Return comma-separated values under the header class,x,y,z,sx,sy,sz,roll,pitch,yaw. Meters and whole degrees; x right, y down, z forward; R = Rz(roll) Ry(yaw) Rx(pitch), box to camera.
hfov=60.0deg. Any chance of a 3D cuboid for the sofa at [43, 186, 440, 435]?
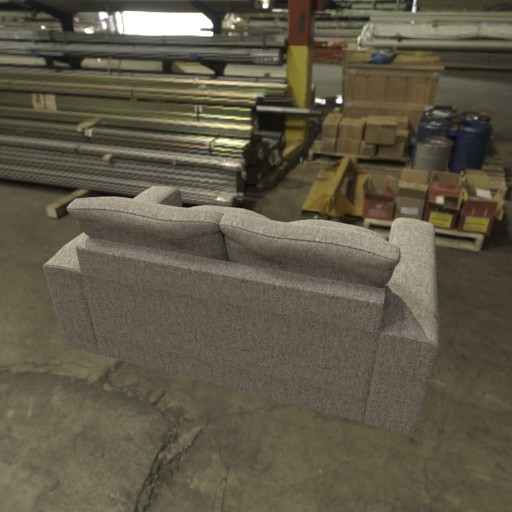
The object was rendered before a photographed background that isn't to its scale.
class,x,y,z,sx,sy,sz,roll,pitch,yaw
sofa,0.000,0.000,2.330,1.758,0.877,1.094,10,32,15
